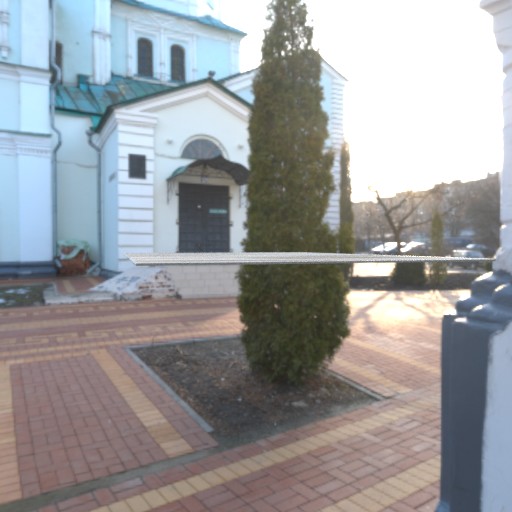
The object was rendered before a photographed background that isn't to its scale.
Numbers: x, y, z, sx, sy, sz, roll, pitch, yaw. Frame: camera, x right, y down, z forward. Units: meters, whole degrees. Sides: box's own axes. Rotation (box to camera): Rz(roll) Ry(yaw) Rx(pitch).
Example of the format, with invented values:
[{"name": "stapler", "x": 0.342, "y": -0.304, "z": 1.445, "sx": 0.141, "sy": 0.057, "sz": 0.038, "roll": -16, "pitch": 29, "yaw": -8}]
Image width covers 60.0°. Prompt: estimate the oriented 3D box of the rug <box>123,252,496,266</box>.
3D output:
[{"name": "rug", "x": 0.000, "y": 0.000, "z": 2.724, "sx": 1.533, "sy": 0.010, "sz": 2.142, "roll": 0, "pitch": 1, "yaw": -18}]
